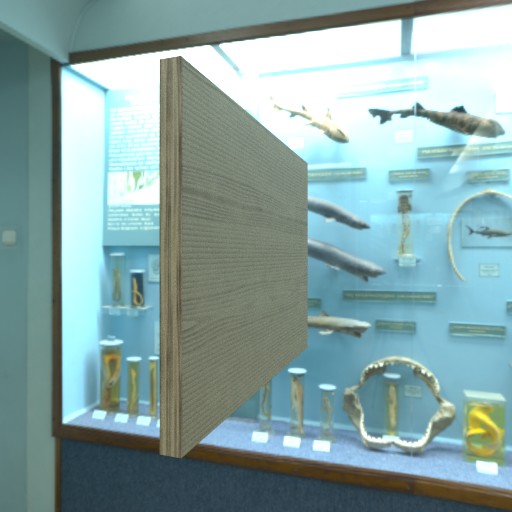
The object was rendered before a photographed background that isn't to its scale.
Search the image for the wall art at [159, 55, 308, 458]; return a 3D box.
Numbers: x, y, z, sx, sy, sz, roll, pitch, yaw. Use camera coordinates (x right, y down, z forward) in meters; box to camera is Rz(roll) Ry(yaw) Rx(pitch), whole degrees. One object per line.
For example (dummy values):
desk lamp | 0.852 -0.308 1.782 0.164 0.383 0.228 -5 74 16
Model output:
wall art | 0.000 0.000 1.077 0.063 0.609 0.841 0 0 20
